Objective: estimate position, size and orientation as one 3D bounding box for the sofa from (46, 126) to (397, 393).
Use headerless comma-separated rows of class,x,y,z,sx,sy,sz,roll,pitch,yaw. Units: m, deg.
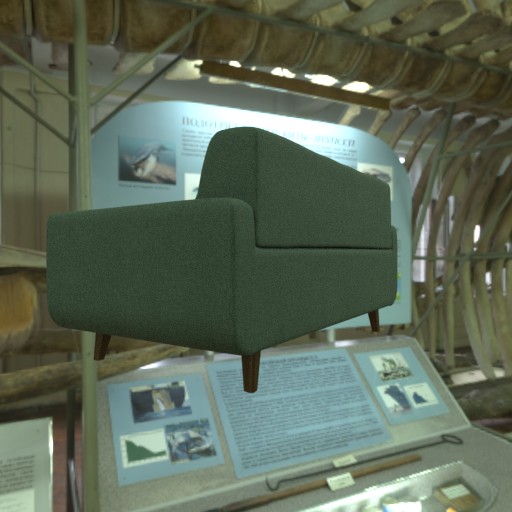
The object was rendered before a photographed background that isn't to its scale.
sofa,0.000,0.000,2.134,0.909,0.841,1.631,0,1,33
